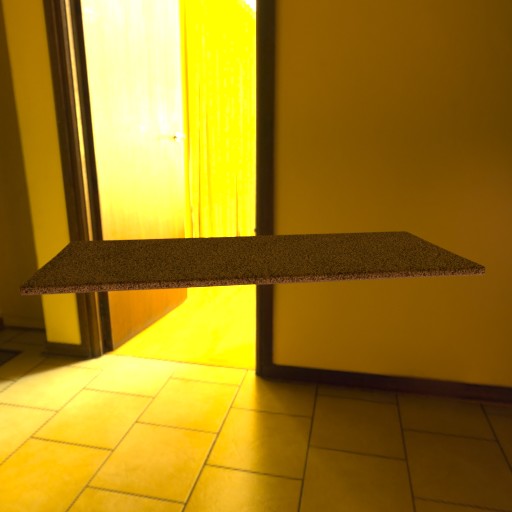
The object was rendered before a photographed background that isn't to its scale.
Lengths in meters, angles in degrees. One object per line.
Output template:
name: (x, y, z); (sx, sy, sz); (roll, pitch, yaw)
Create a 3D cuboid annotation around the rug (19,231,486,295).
rug: (0.000, 0.000, 1.715); (1.524, 0.030, 0.609); (-2, 15, -8)
